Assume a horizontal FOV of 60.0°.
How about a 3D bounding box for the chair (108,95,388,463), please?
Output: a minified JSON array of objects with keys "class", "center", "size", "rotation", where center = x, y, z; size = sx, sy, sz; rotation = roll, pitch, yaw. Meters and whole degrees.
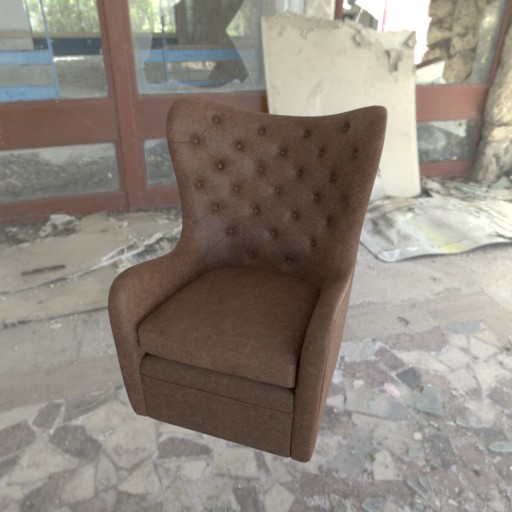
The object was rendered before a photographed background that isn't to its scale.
[{"class":"chair","center":[0.000,0.000,1.722],"size":[0.831,1.079,0.930],"rotation":[9,29,17]}]
